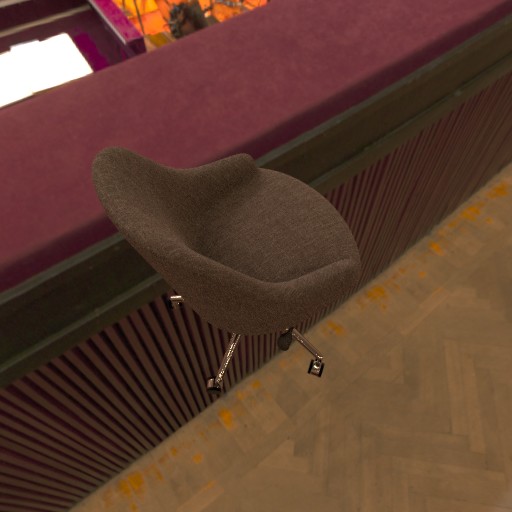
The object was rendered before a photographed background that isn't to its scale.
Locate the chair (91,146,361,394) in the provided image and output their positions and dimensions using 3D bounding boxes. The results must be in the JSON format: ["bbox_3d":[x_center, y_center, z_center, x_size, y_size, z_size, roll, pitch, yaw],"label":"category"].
[{"bbox_3d":[0.000,0.000,1.383,0.712,0.950,0.671,-31,62,-18],"label":"chair"}]
